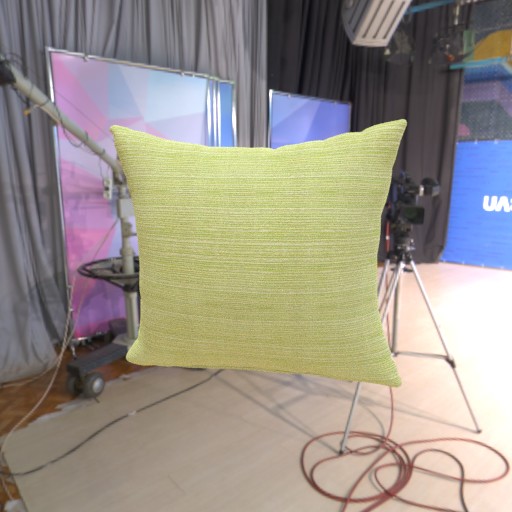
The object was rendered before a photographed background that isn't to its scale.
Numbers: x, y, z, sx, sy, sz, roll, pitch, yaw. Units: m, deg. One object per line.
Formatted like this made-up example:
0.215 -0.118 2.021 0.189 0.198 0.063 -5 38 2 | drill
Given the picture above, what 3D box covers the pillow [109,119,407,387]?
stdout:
0.000 0.000 0.835 0.560 0.487 0.229 2 13 10 | pillow
